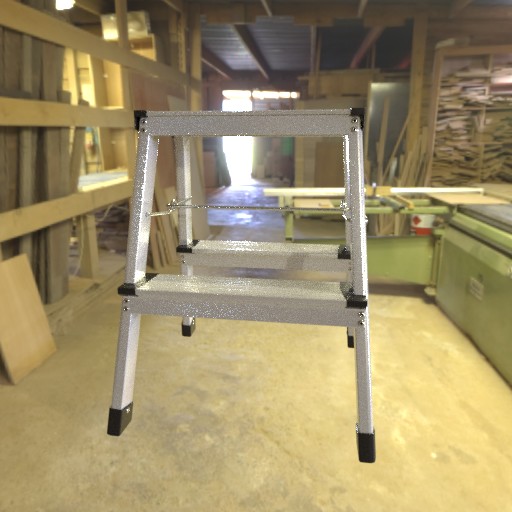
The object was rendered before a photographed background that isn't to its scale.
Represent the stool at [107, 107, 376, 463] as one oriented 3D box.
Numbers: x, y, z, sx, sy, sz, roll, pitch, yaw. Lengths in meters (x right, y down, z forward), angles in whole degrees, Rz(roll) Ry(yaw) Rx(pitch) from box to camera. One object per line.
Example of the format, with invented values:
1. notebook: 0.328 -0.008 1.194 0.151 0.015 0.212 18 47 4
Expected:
1. stool: 0.000 0.000 0.781 0.404 0.480 0.405 2 15 9
